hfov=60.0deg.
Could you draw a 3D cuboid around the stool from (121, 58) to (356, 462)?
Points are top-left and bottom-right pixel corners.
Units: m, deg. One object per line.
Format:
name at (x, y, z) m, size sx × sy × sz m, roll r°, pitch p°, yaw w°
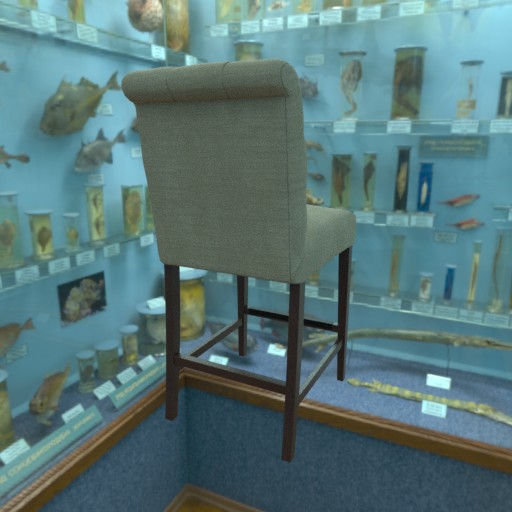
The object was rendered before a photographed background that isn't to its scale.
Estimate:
stool at (0.000, 0.000, 1.443) m, size 0.486 × 1.084 × 0.660 m, roll 8°, pitch 16°, yaw 26°
